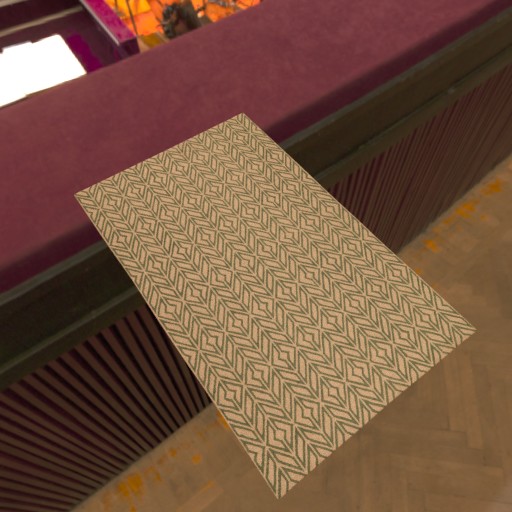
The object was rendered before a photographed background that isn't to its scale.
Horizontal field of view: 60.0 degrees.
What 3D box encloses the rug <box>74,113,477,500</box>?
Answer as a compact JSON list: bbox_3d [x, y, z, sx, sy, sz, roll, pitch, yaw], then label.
[{"bbox_3d":[0.000,0.000,2.957,1.517,0.011,2.435,-32,63,-19],"label":"rug"}]
